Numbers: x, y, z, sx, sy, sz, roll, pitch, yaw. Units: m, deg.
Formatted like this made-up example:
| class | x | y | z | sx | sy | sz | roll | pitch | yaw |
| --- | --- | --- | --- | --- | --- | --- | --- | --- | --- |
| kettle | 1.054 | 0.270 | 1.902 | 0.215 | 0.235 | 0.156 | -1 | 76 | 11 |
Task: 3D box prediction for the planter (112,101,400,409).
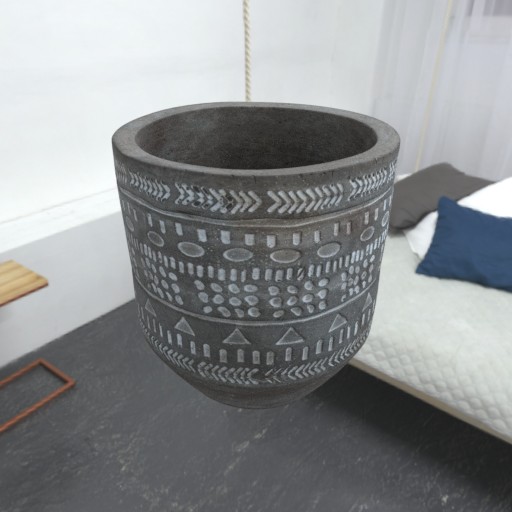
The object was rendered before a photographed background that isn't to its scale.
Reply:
| class | x | y | z | sx | sy | sz | roll | pitch | yaw |
| --- | --- | --- | --- | --- | --- | --- | --- | --- | --- |
| planter | 0.000 | 0.000 | 0.260 | 0.142 | 0.149 | 0.142 | 0 | 30 | 0 |
